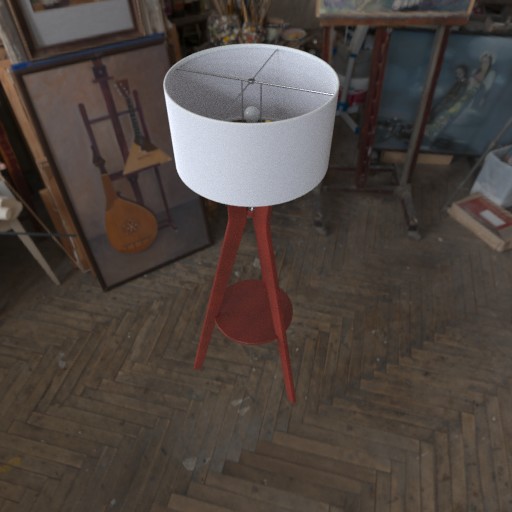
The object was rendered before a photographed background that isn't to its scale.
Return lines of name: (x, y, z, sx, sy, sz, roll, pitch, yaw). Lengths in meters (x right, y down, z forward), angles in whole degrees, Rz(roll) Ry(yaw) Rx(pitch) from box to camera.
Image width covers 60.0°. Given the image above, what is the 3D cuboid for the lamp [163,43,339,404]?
lamp: (0.000, 0.000, 1.757, 0.539, 1.472, 0.542, 15, 49, 14)
